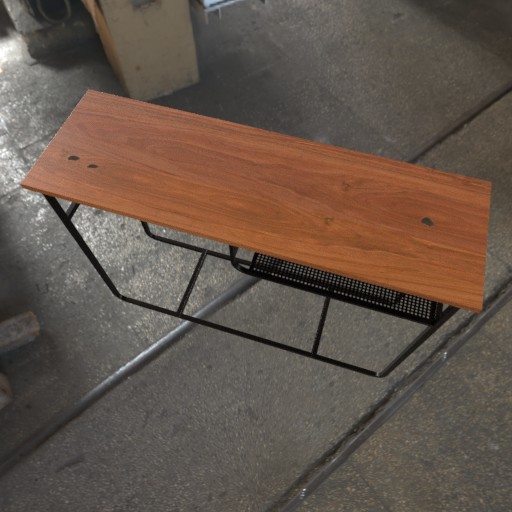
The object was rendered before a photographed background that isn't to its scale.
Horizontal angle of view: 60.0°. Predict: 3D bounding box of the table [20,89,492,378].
[{"bbox_3d":[0.000,0.000,1.414,1.100,0.750,0.350,15,63,8],"label":"table"}]
